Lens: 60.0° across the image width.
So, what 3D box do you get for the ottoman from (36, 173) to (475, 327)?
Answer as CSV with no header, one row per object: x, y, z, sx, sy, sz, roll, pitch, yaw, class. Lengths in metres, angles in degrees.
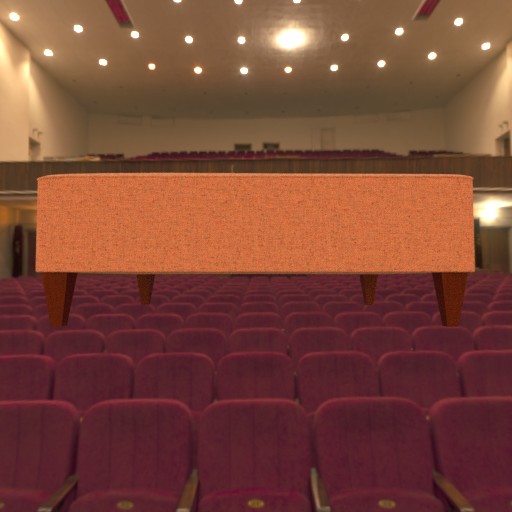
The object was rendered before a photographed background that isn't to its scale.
0.000,0.000,1.200,0.835,0.303,0.736,0,-3,1,ottoman
